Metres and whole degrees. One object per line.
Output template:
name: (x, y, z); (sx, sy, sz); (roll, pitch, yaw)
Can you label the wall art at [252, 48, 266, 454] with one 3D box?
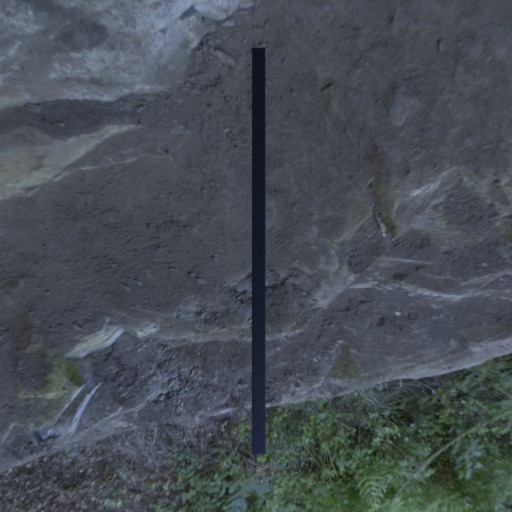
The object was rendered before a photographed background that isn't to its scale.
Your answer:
wall art: (0.000, 0.000, 0.681); (0.013, 0.534, 0.381); (0, 88, -1)
